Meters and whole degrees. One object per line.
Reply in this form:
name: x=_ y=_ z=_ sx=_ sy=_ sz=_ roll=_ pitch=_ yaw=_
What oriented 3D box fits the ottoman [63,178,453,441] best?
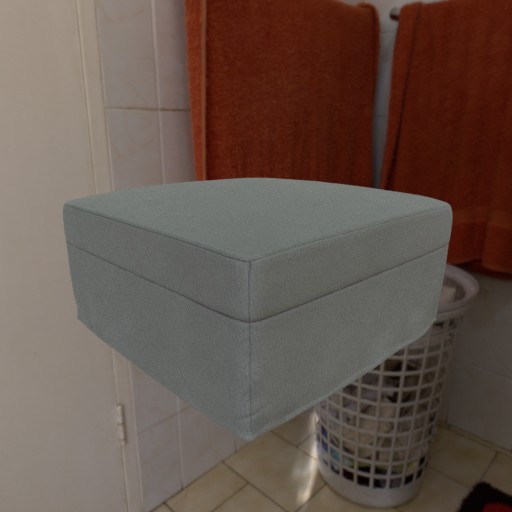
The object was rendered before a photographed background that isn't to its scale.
ottoman: x=0.000 y=0.000 z=1.339 sx=0.842 sy=0.441 sz=0.843 roll=-15 pitch=22 yaw=-42
